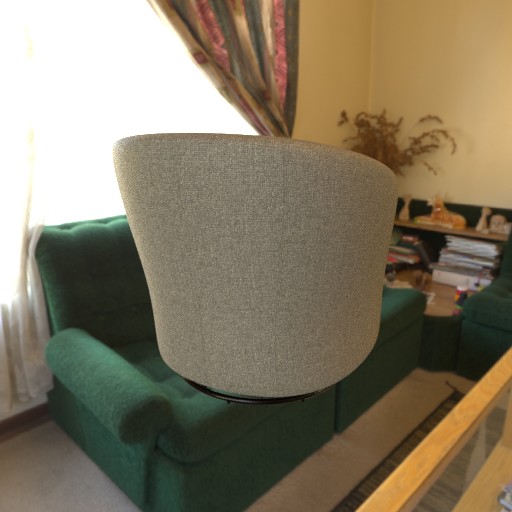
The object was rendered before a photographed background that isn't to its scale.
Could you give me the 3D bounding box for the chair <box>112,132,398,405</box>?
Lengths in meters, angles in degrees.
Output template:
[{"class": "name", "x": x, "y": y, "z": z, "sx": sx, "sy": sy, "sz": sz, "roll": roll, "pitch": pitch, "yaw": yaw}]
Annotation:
[{"class": "chair", "x": 0.000, "y": 0.000, "z": 1.438, "sx": 0.791, "sy": 0.771, "sz": 0.815, "roll": 8, "pitch": 17, "yaw": 26}]
